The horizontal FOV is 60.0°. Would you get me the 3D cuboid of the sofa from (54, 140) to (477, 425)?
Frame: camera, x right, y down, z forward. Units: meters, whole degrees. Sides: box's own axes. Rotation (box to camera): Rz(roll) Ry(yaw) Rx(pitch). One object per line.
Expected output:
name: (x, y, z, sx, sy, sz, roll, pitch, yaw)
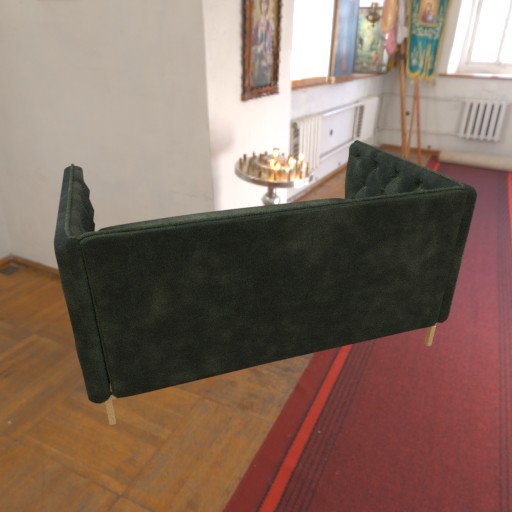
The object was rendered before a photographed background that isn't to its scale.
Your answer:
sofa: (0.000, 0.000, 1.995, 1.537, 0.768, 0.895, -9, 28, -17)
